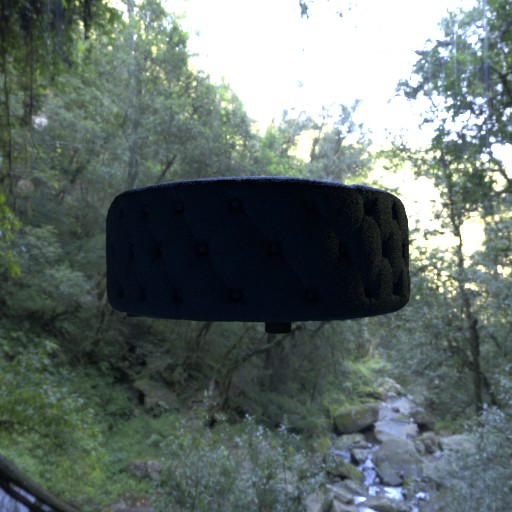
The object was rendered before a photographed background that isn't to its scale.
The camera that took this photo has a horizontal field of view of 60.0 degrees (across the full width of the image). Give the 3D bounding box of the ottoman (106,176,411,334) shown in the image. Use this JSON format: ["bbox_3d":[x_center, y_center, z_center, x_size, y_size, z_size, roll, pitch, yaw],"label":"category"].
[{"bbox_3d":[0.000,0.000,1.528,0.998,0.398,0.998,0,-1,0],"label":"ottoman"}]
